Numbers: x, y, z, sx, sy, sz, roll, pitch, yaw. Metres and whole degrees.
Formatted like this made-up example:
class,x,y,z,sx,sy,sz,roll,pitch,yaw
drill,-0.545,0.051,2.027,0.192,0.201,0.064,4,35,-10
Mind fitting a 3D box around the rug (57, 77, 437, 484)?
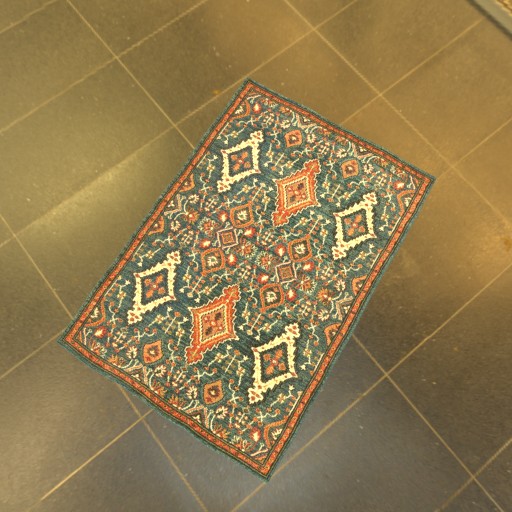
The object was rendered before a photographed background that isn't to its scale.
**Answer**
class,x,y,z,sx,sy,sz,roll,pitch,yaw
rug,0.000,0.000,3.028,1.622,0.009,2.373,31,77,8
